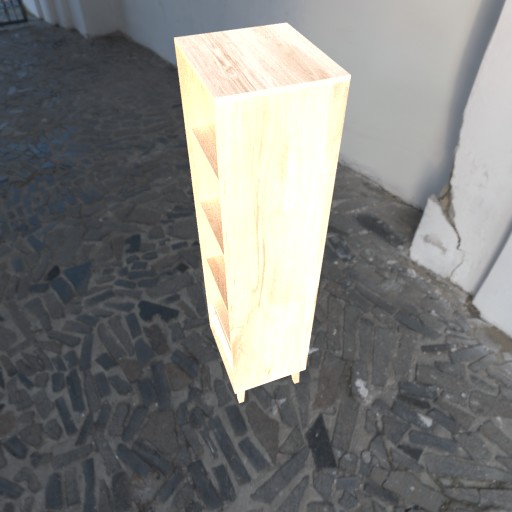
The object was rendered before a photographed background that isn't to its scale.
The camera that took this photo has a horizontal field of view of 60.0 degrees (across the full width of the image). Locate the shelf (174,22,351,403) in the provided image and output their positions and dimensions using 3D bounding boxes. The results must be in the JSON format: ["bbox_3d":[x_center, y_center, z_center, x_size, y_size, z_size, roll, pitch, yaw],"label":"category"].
[{"bbox_3d":[0.000,0.000,2.211,0.450,1.960,0.510,-15,48,-14],"label":"shelf"}]
